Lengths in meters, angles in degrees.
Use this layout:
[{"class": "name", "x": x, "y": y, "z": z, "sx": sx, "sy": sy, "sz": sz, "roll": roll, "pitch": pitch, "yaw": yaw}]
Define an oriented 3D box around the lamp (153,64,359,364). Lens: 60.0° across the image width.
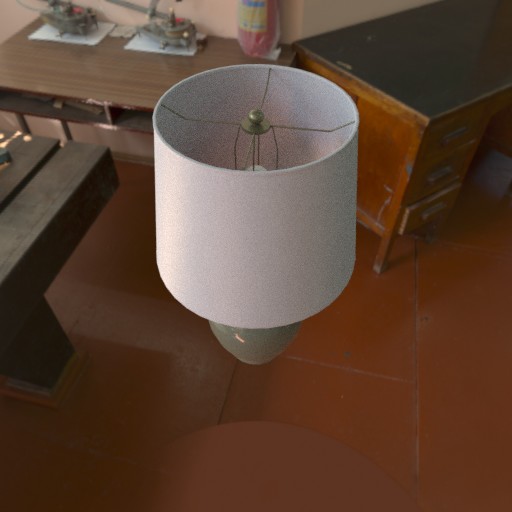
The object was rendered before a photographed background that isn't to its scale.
[{"class": "lamp", "x": 0.000, "y": 0.000, "z": 0.555, "sx": 0.239, "sy": 0.399, "sz": 0.239, "roll": 0, "pitch": 48, "yaw": 0}]
